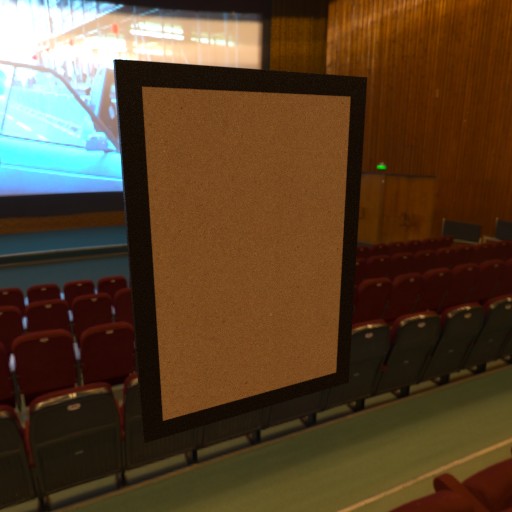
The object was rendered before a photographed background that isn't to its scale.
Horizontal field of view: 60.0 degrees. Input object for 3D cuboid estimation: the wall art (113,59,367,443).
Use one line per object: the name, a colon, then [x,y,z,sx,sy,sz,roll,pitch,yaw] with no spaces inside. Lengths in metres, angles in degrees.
wall art: [0.000,0.000,0.682,0.381,0.534,0.013,-7,17,-25]
